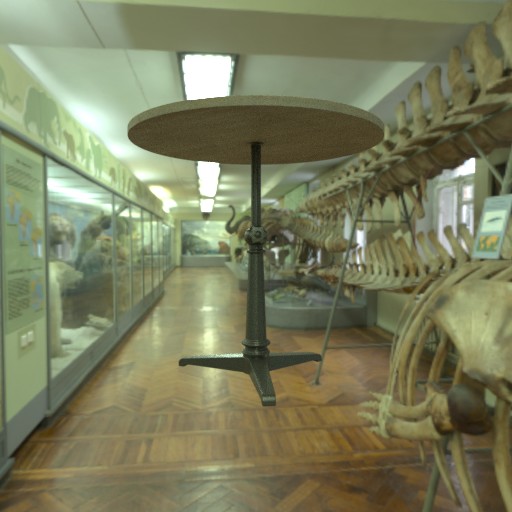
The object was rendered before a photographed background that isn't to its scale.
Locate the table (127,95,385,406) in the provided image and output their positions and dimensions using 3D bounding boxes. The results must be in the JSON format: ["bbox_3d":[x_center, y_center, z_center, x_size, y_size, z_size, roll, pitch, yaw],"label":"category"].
[{"bbox_3d":[0.000,0.000,1.448,0.800,0.780,0.800,0,2,0],"label":"table"}]
